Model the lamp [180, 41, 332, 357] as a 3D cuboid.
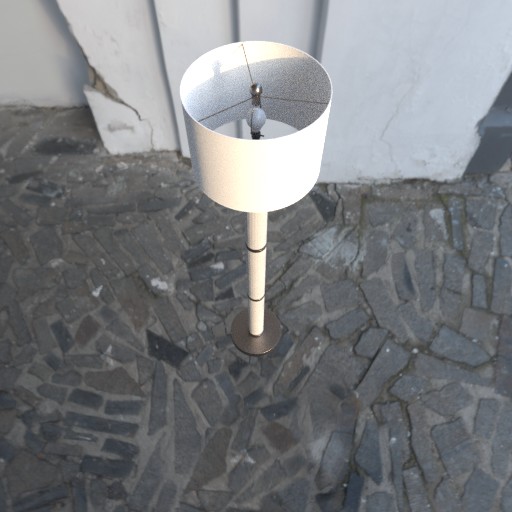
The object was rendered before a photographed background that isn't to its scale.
[{"bbox_3d":[0.000,0.000,1.764,0.377,1.599,0.377,16,60,10],"label":"lamp"}]
